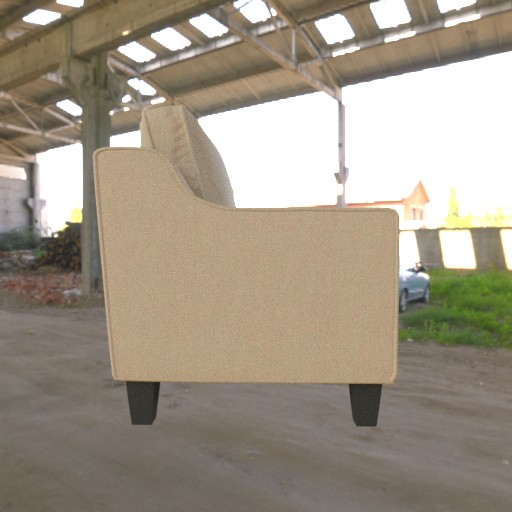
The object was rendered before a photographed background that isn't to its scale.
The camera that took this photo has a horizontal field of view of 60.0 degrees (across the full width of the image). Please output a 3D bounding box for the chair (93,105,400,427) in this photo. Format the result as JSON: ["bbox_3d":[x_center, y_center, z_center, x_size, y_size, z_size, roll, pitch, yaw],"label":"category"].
[{"bbox_3d":[0.000,0.000,1.659,0.882,0.948,0.922,0,1,1],"label":"chair"}]
